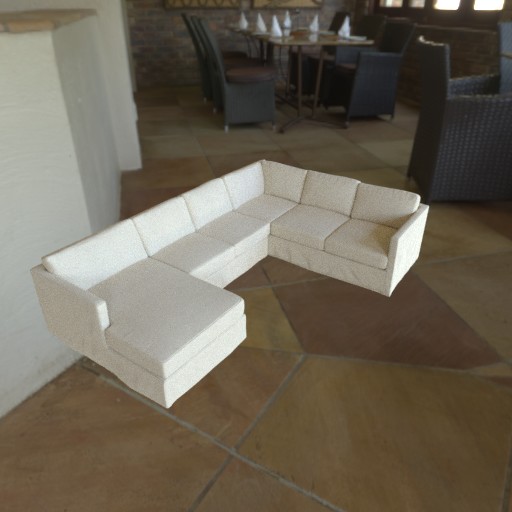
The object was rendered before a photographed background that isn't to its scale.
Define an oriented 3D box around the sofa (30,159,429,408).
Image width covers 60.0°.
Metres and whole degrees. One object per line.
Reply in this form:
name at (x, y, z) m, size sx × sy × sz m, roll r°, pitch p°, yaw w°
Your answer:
sofa at (0.000, 0.000, 4.568) m, size 2.448 × 0.882 × 3.464 m, roll 19°, pitch 35°, yaw 30°
